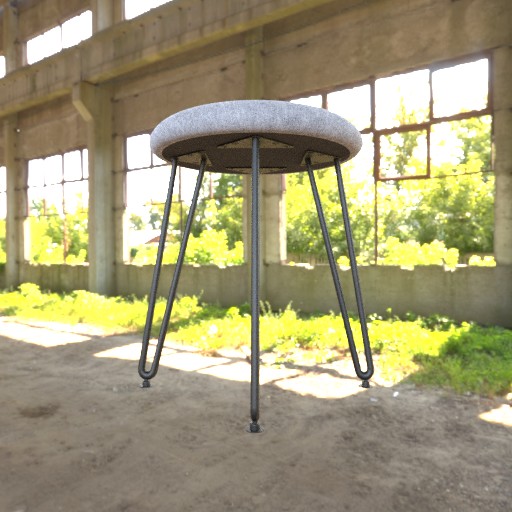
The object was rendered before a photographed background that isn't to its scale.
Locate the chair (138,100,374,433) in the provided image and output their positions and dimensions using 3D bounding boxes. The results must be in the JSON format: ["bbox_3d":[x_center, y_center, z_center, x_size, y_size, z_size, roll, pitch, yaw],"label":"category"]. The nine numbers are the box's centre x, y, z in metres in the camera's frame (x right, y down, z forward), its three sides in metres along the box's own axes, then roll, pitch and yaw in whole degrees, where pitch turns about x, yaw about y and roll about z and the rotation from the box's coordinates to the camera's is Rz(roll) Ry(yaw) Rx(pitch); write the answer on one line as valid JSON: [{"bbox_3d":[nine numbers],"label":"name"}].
[{"bbox_3d":[0.000,0.000,0.657,0.350,0.386,0.350,0,0,0],"label":"chair"}]
